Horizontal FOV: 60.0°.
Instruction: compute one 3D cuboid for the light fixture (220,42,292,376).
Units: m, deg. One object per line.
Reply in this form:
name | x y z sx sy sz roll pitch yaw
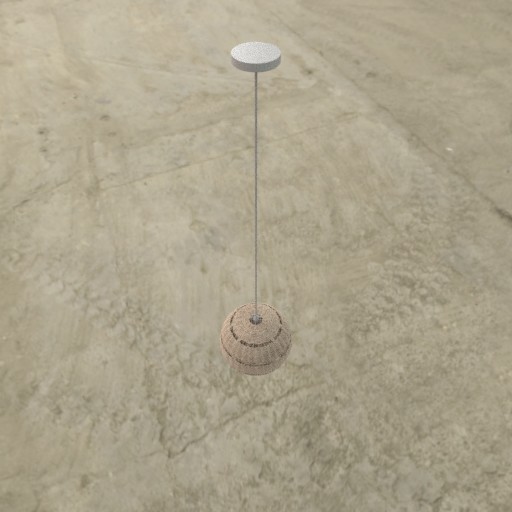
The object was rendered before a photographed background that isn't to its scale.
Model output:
light fixture | 0.000 0.000 2.220 0.457 2.019 0.457 4 48 4
